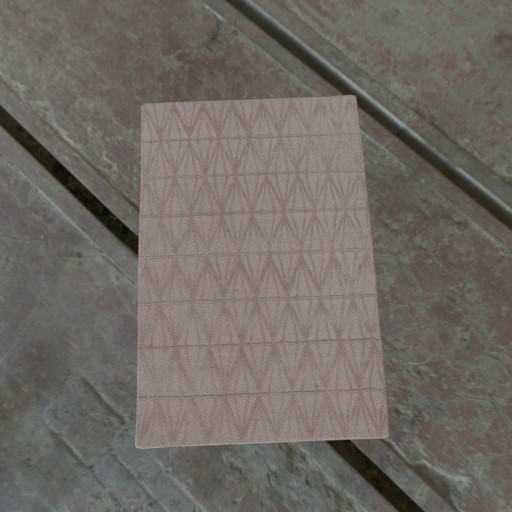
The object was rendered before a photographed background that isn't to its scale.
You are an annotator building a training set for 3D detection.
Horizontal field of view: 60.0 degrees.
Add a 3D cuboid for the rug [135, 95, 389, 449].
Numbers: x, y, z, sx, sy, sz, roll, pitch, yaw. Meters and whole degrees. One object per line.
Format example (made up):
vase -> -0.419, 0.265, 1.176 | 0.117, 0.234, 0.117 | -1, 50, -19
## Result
rug -> 0.000, 0.000, 2.320 | 1.230, 0.025, 1.837 | -2, 77, 0
